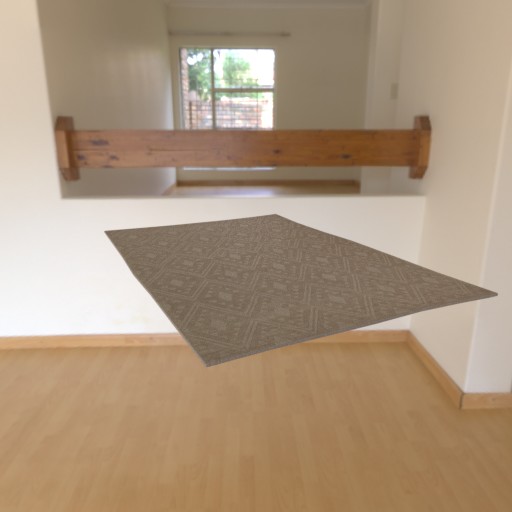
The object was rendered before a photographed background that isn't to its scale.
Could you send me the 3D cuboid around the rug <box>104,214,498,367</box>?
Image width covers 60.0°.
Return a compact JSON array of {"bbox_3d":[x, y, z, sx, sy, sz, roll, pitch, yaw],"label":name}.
[{"bbox_3d":[0.000,0.000,2.284,1.252,0.034,1.829,-8,18,-26],"label":"rug"}]
